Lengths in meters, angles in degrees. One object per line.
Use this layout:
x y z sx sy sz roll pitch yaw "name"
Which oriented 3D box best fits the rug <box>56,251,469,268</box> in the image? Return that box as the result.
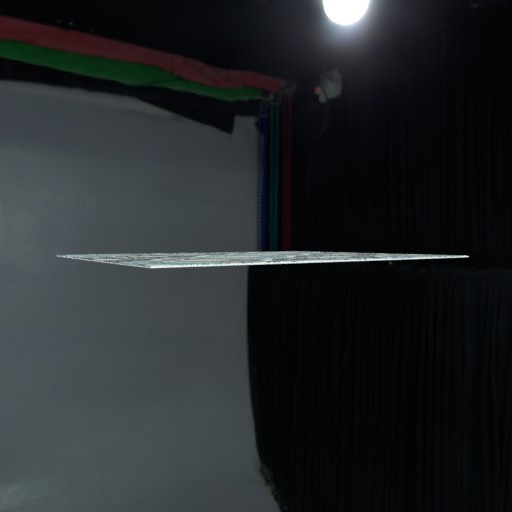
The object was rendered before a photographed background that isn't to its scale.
0.000 0.000 4.143 3.040 0.014 2.423 -1 2 -35 "rug"
